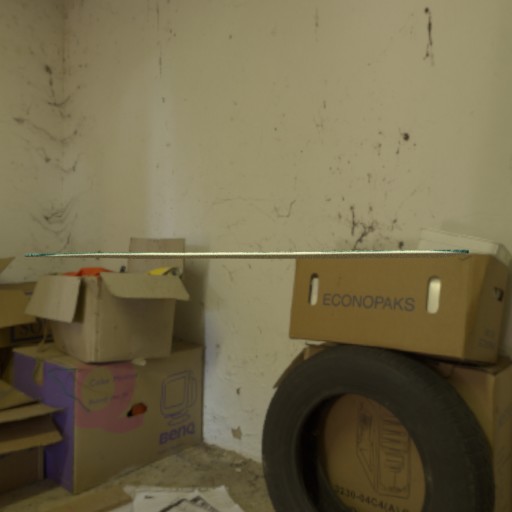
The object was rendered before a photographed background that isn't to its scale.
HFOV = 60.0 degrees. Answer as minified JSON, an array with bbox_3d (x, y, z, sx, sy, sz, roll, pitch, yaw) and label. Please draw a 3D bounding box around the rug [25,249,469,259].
[{"bbox_3d":[0.000,0.000,2.158,1.728,0.017,1.136,0,-1,17],"label":"rug"}]
